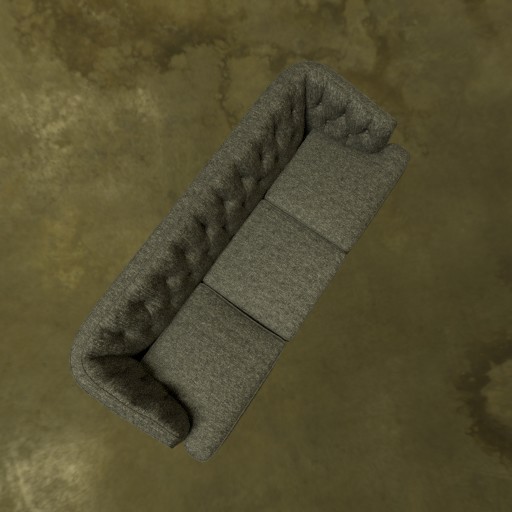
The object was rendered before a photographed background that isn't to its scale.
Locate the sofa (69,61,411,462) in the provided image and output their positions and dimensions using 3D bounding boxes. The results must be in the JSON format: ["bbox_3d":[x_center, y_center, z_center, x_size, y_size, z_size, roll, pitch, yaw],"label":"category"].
[{"bbox_3d":[0.000,0.000,2.735,0.941,0.855,2.278,34,78,8],"label":"sofa"}]
